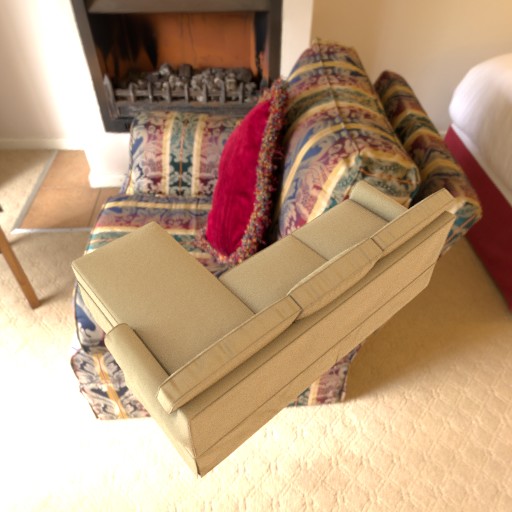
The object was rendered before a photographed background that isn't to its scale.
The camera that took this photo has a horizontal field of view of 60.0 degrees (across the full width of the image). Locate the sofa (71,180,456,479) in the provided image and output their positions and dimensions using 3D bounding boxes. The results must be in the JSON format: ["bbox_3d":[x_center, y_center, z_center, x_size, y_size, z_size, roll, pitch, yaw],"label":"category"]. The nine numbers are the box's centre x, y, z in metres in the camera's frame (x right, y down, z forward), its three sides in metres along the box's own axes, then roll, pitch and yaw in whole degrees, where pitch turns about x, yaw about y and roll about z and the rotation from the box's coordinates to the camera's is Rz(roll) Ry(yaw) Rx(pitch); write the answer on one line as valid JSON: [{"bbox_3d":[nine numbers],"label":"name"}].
[{"bbox_3d":[0.000,0.000,3.337,2.475,0.978,1.733,-31,53,-27],"label":"sofa"}]
